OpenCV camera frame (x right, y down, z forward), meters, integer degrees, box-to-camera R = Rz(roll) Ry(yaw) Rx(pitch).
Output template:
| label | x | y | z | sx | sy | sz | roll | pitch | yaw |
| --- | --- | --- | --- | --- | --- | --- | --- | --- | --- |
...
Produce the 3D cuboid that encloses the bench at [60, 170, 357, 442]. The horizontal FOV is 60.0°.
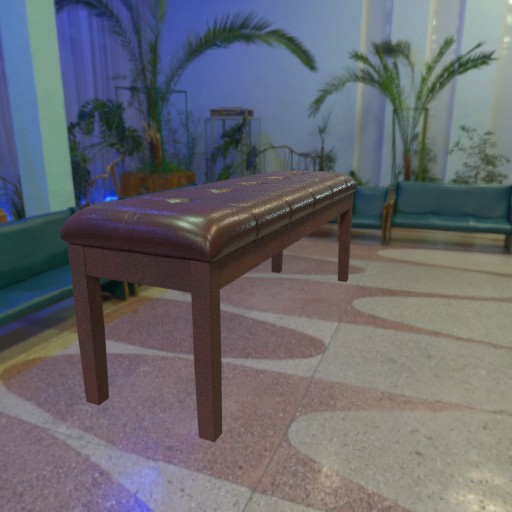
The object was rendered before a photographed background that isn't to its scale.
| label | x | y | z | sx | sy | sz | roll | pitch | yaw |
| --- | --- | --- | --- | --- | --- | --- | --- | --- | --- |
| bench | 0.000 | 0.000 | 1.501 | 0.401 | 0.491 | 1.259 | 7 | 17 | 24 |
